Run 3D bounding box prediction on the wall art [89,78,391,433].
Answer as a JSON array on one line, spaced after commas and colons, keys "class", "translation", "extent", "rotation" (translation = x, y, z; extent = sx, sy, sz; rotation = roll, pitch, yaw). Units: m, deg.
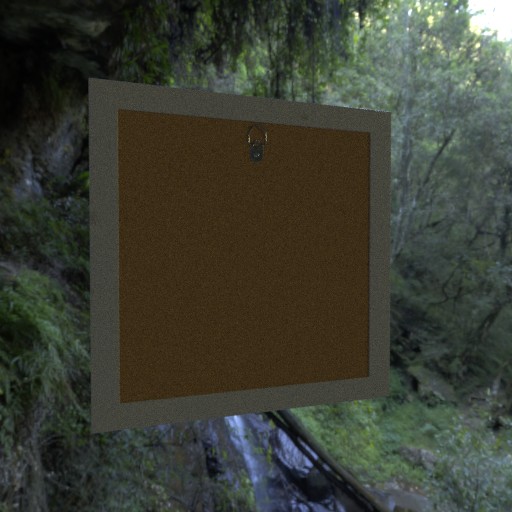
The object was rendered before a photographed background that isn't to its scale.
[{"class": "wall art", "translation": [0.000, 0.000, 0.815], "extent": [0.572, 0.577, 0.015], "rotation": [0, 1, -18]}]
